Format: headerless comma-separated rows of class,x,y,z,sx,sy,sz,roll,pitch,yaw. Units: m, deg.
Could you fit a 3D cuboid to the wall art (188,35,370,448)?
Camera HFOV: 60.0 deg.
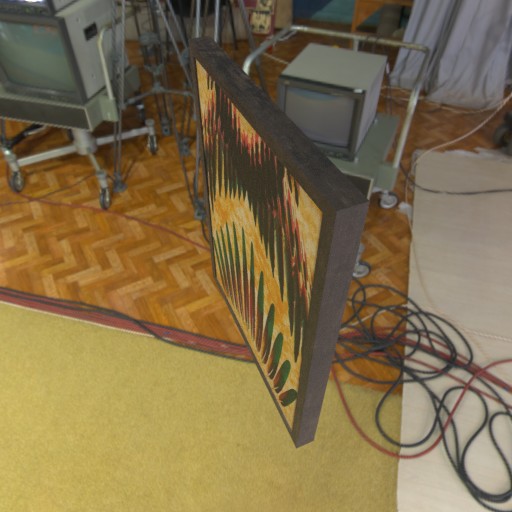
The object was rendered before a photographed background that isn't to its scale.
wall art,0.000,0.000,0.546,0.027,0.406,0.329,-17,48,-16
